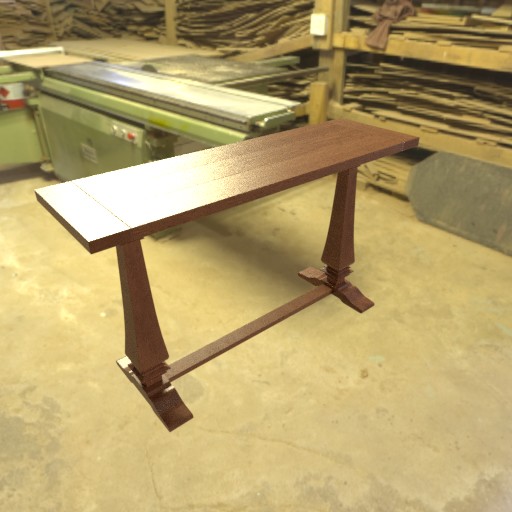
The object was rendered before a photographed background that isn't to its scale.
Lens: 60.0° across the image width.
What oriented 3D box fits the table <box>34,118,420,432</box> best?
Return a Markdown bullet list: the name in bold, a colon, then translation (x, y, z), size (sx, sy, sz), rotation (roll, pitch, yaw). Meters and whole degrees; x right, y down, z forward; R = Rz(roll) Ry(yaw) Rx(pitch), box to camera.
- **table**: translation (0.000, 0.000, 1.894), size (1.478, 0.852, 0.461), rotation (-23, 38, -33)
